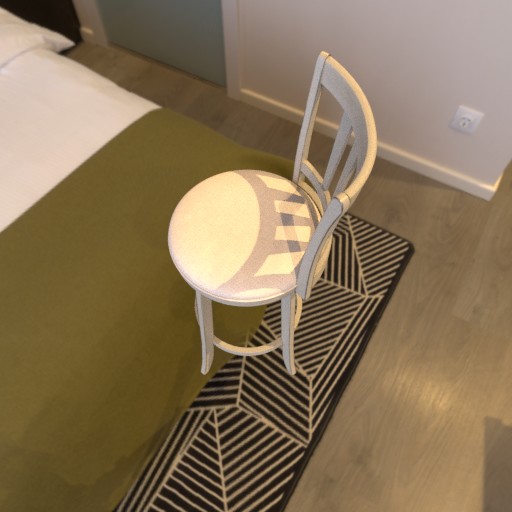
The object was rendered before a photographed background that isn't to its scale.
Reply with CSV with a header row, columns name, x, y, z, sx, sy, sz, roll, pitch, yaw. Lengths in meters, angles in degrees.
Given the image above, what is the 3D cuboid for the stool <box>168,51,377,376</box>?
name,x,y,z,sx,sy,sz,roll,pitch,yaw
stool,0.000,0.000,1.309,0.475,1.042,0.436,0,58,0
